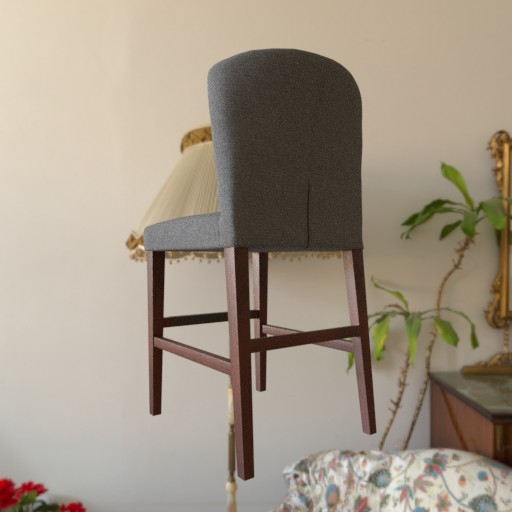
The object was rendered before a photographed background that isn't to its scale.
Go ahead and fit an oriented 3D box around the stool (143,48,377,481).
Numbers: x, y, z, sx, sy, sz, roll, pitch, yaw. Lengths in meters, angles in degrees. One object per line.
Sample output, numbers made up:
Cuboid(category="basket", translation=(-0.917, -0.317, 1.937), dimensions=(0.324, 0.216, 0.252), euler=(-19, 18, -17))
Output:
Cuboid(category="stool", translation=(0.000, 0.000, 1.286), dimensions=(0.479, 0.968, 0.568), euler=(0, 0, -37))
